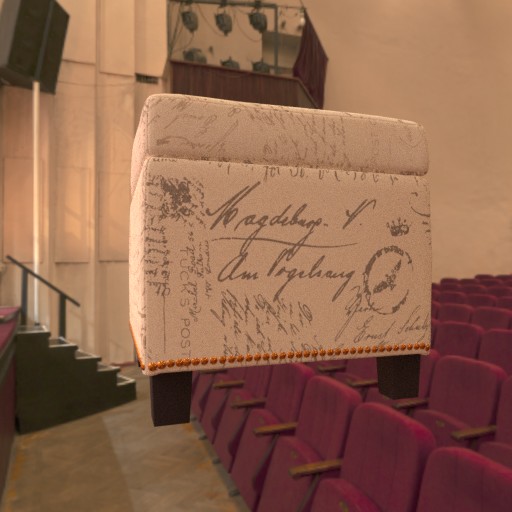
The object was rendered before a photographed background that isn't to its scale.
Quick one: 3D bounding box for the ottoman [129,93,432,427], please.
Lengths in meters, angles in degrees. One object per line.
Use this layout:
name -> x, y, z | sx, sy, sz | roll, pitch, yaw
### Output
ottoman -> 0.000, 0.000, 0.836 | 0.450, 0.457, 0.449 | 0, -1, -18
